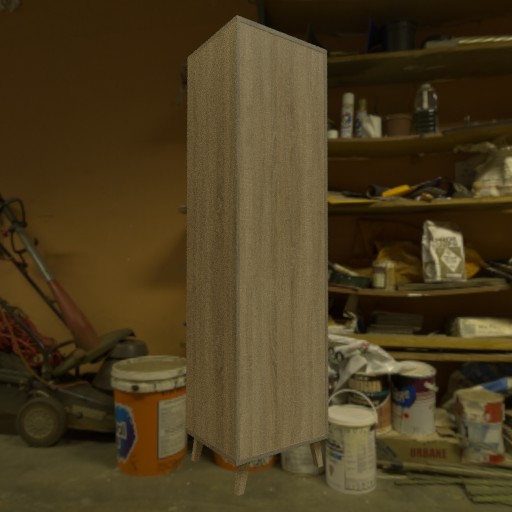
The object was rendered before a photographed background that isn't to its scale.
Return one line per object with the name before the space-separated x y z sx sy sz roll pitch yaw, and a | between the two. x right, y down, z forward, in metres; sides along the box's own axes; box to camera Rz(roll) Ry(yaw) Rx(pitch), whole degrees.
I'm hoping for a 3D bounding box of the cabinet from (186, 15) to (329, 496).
cabinet | 0.000 0.000 2.124 0.510 1.960 0.450 1 -2 -35
